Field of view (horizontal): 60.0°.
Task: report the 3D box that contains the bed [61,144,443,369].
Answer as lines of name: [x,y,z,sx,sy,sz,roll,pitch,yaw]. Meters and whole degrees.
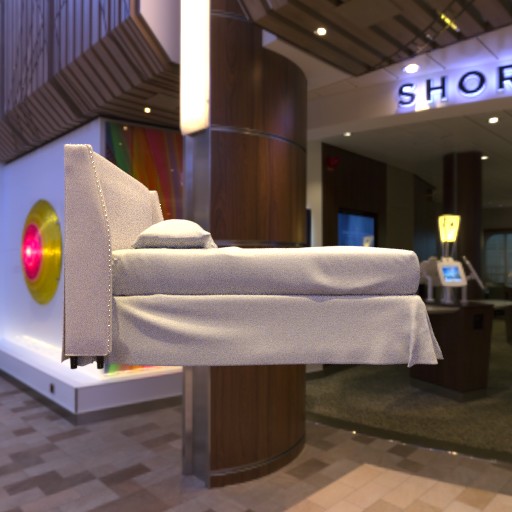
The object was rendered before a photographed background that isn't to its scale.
bed: [0.000,0.000,3.511,2.276,1.332,1.925,0,0,-1]
